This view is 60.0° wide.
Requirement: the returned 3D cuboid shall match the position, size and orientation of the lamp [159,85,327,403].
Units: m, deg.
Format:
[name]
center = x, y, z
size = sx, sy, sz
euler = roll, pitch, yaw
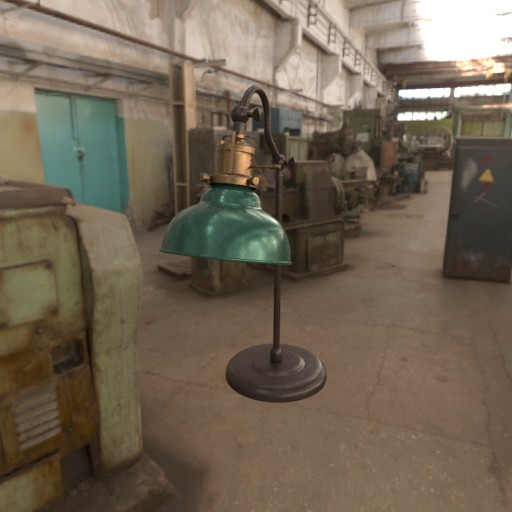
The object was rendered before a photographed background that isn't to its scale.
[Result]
[lamp]
center = 0.000, 0.000, 0.702
size = 0.192, 0.508, 0.374
euler = 7, 16, 24
